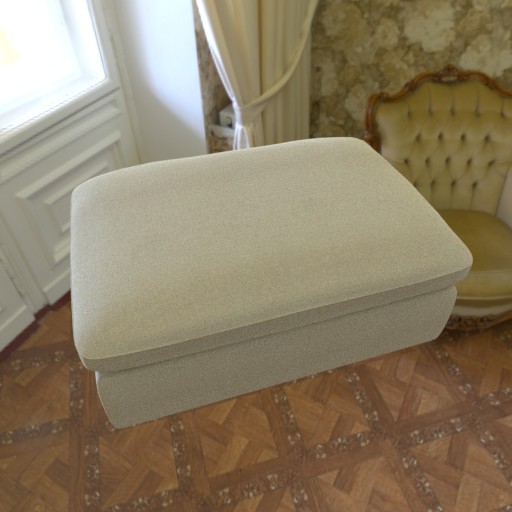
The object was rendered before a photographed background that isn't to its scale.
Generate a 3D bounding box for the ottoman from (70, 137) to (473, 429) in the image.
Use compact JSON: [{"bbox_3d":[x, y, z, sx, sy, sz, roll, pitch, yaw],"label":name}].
[{"bbox_3d":[0.000,0.000,1.323,0.984,0.453,0.686,-12,45,-12],"label":"ottoman"}]
